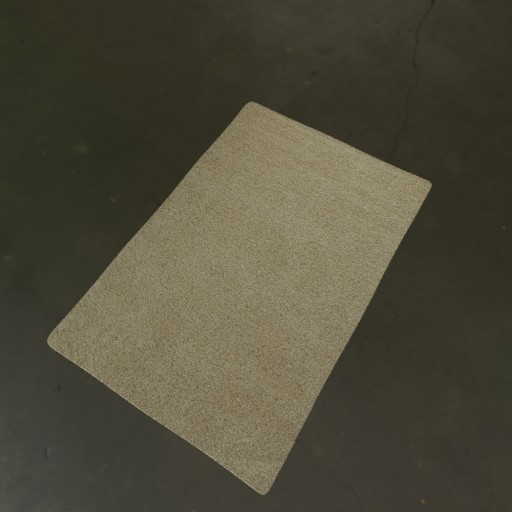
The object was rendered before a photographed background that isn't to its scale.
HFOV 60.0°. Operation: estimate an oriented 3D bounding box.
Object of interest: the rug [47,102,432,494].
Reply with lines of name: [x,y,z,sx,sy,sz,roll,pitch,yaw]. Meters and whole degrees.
rug: [0.000,0.000,3.390,1.801,0.024,2.700,29,67,14]
